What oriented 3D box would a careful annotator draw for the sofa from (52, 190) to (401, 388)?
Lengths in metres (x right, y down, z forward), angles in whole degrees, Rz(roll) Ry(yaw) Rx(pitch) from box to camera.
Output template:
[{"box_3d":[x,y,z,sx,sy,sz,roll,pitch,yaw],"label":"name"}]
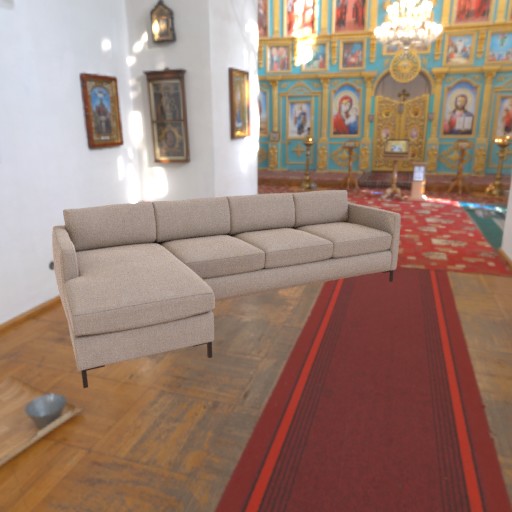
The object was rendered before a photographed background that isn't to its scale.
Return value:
[{"box_3d":[0.000,0.000,3.554,2.923,0.816,1.469,-8,17,-26],"label":"sofa"}]
